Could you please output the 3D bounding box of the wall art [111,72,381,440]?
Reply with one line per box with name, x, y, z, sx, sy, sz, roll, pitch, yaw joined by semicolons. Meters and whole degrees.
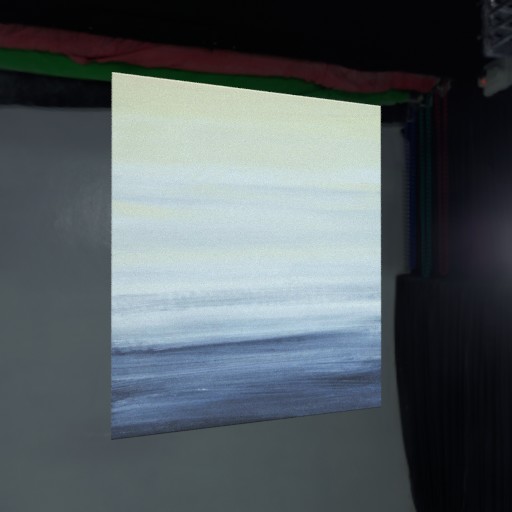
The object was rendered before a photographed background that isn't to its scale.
wall art;0.000;0.000;0.702;0.435;0.511;0.037;0;0;-18
